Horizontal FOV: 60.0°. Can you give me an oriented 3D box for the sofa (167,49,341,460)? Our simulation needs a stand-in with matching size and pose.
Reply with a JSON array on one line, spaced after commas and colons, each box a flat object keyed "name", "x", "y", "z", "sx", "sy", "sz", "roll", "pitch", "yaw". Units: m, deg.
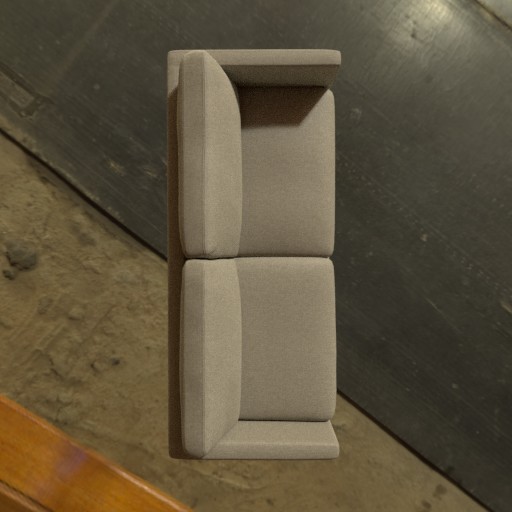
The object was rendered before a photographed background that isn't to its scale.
[{"name": "sofa", "x": 0.000, "y": 0.000, "z": 2.629, "sx": 0.956, "sy": 0.963, "sz": 2.208, "roll": 0, "pitch": 91, "yaw": 1}]
